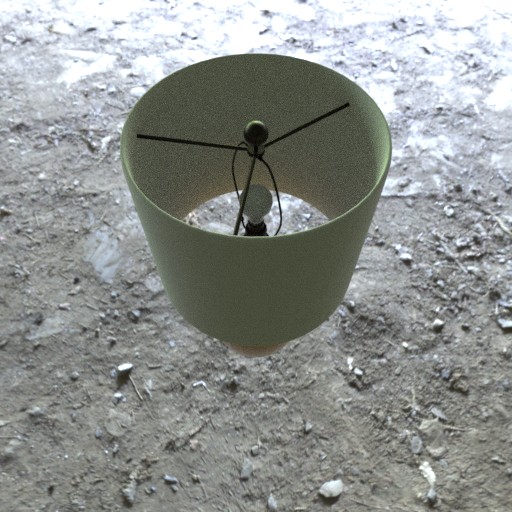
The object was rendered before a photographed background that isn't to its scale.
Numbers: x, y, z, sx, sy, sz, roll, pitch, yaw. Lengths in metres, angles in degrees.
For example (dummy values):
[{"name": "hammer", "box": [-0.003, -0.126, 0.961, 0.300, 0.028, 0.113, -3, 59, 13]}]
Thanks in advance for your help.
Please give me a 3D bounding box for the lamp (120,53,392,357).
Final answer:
[{"name": "lamp", "box": [0.000, 0.000, 0.765, 0.329, 0.570, 0.329, 0, 56, 0]}]
